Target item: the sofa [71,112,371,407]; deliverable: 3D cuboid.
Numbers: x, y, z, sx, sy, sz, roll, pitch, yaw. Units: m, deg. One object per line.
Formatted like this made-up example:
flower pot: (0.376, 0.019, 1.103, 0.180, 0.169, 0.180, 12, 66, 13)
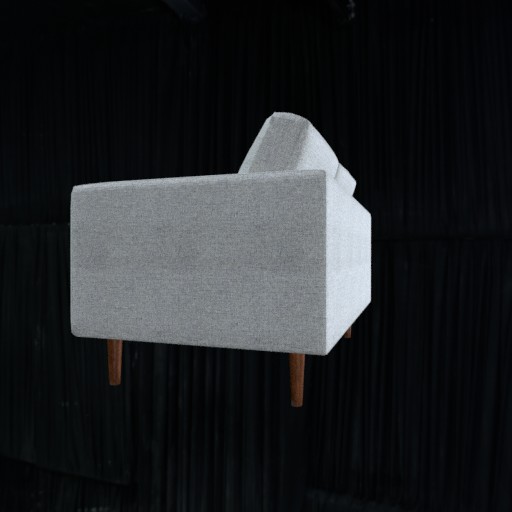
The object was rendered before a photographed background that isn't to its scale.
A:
sofa: (0.000, 0.000, 2.171, 0.969, 0.973, 1.527, 0, 0, 19)
